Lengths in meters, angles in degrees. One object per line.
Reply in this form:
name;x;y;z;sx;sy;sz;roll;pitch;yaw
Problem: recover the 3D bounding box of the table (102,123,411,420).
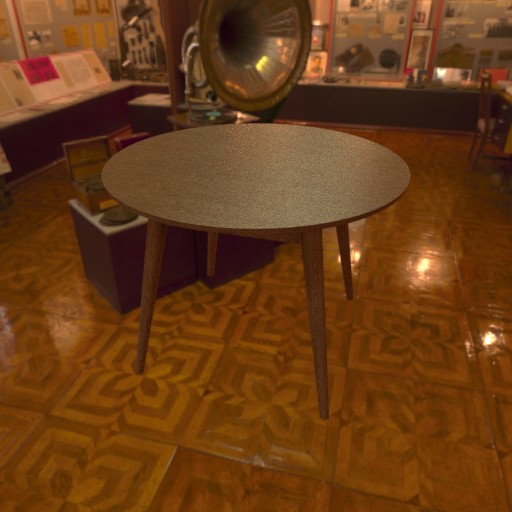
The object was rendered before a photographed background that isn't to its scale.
table;0.000;0.000;1.778;1.053;0.786;1.053;0;31;0
